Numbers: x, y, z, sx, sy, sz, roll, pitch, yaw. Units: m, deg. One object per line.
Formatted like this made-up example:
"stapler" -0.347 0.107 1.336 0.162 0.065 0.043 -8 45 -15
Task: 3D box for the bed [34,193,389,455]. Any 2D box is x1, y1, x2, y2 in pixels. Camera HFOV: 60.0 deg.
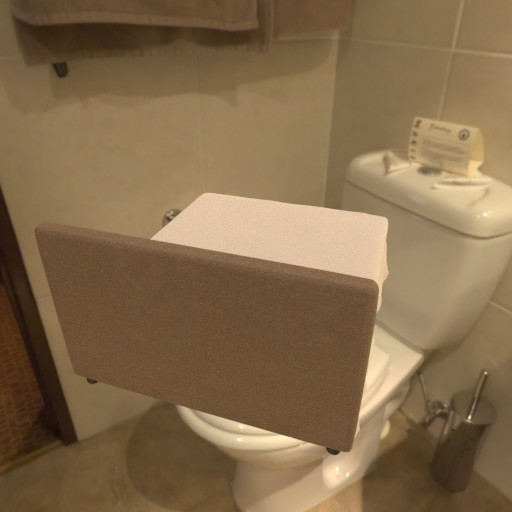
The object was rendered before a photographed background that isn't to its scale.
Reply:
"bed" 0.000 0.000 3.633 2.119 1.317 2.341 10 32 16
